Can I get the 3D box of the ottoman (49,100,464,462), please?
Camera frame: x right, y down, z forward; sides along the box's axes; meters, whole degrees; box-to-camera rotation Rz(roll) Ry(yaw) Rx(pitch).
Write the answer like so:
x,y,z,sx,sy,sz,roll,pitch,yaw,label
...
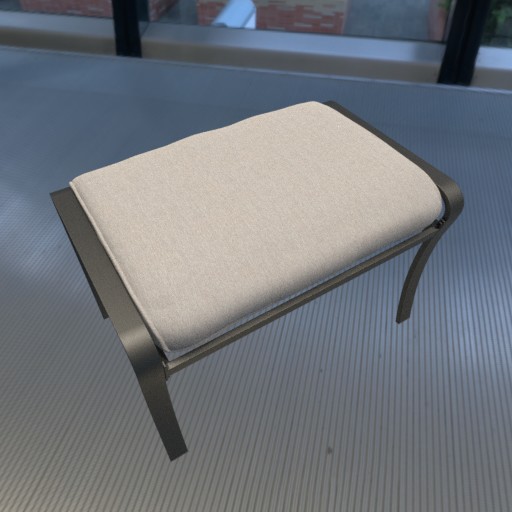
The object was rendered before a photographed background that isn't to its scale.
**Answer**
x,y,z,sx,sy,sz,roll,pitch,yaw,label
0.000,0.000,0.885,0.610,0.422,0.406,-25,52,-21,ottoman
